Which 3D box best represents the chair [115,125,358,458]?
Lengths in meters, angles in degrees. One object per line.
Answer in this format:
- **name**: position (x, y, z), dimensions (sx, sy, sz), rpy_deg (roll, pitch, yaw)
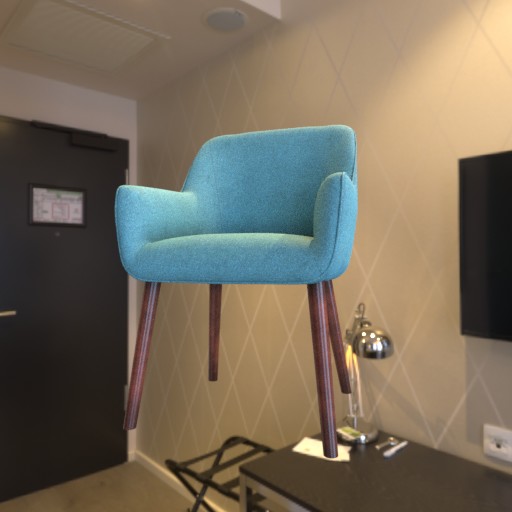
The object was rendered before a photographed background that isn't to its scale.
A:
- **chair**: position (0.000, 0.000, 1.184), dimensions (0.543, 0.803, 0.519), rpy_deg (0, -1, 18)
